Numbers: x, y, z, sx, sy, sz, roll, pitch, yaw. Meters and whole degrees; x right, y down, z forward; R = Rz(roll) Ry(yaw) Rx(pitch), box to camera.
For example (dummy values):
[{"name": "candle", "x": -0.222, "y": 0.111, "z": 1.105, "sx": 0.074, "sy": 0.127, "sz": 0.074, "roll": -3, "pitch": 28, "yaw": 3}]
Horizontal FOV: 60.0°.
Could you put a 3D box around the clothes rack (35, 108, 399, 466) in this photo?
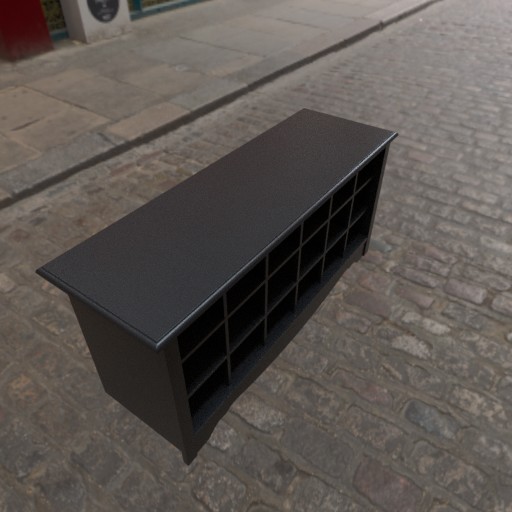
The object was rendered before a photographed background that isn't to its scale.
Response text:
[{"name": "clothes rack", "x": 0.000, "y": 0.000, "z": 1.504, "sx": 0.406, "sy": 0.556, "sz": 1.219, "roll": 25, "pitch": 46, "yaw": 27}]
